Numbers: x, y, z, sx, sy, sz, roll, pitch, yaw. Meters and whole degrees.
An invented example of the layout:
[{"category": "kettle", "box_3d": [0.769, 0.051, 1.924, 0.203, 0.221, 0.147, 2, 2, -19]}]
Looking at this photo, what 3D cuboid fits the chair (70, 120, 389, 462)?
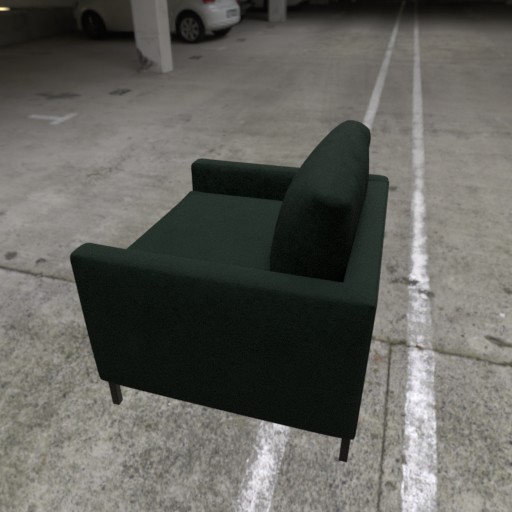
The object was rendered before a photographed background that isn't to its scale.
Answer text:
[{"category": "chair", "box_3d": [0.000, 0.000, 1.620, 0.866, 0.861, 0.963, 8, 31, 14]}]
